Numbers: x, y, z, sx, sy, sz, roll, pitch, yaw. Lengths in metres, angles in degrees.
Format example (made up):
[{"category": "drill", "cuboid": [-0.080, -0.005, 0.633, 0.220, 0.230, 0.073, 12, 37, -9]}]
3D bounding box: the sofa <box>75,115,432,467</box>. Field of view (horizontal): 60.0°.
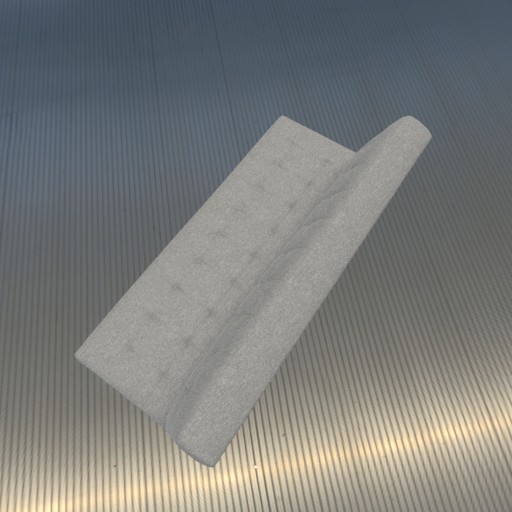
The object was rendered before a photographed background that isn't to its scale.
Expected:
[{"category": "sofa", "cuboid": [0.000, 0.000, 2.235, 0.860, 0.810, 1.800, 32, 69, 14]}]
